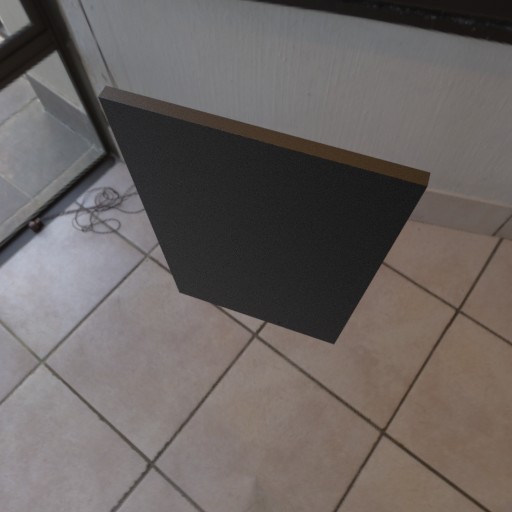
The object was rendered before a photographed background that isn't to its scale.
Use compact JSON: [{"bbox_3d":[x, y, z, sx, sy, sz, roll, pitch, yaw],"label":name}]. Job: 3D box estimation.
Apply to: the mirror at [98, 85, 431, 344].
[{"bbox_3d":[0.000,0.000,1.522,0.762,1.219,0.038,17,65,8],"label":"mirror"}]
